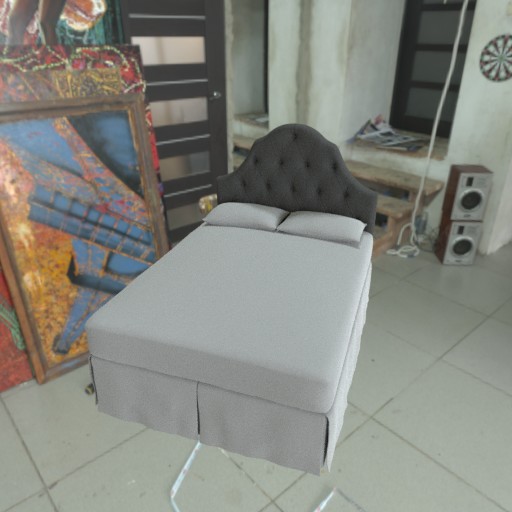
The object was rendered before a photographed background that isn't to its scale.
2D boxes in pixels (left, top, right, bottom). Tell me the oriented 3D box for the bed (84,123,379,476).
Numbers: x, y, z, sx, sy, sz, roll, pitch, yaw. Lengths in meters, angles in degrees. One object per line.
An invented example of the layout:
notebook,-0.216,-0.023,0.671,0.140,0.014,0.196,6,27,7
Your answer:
bed,0.000,0.000,3.295,1.636,1.575,2.155,9,28,17
